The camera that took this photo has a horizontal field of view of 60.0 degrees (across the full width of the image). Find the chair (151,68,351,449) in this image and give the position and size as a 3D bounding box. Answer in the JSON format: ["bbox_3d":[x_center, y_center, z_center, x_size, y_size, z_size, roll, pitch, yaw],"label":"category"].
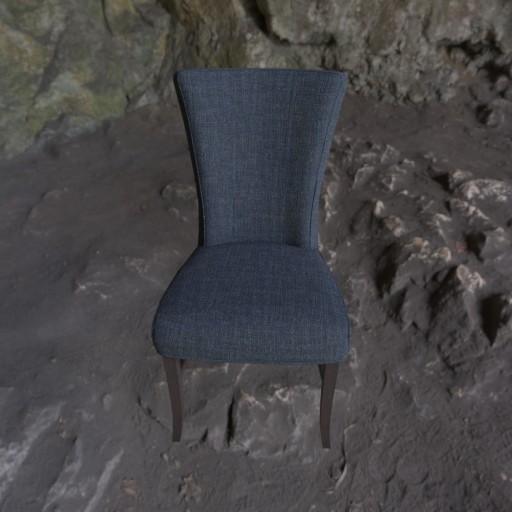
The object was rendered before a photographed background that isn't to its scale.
[{"bbox_3d":[0.000,0.000,1.361,0.520,0.991,0.660,2,32,2],"label":"chair"}]
